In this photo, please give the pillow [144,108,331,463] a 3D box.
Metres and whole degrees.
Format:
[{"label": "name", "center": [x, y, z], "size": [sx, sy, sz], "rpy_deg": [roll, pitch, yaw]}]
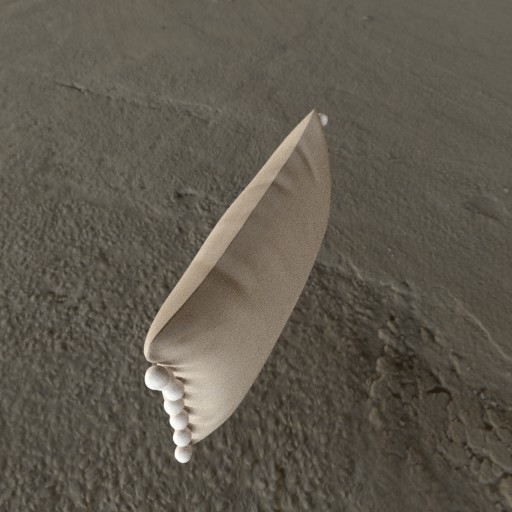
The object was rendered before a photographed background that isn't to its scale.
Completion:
[{"label": "pillow", "center": [0.000, 0.000, 0.837], "size": [0.201, 0.322, 0.709], "rpy_deg": [17, 48, 16]}]
